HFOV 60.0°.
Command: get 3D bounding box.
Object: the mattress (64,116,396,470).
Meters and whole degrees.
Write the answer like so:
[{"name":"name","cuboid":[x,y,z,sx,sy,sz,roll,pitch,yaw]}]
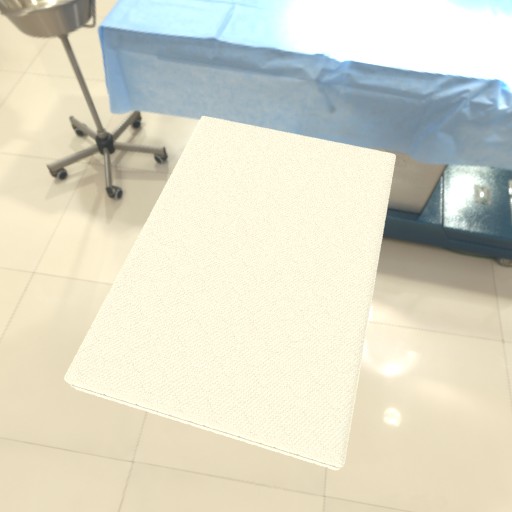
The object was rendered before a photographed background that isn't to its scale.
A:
[{"name":"mattress","cuboid":[0.000,0.000,2.639,1.400,0.200,2.000,14,59,9]}]
